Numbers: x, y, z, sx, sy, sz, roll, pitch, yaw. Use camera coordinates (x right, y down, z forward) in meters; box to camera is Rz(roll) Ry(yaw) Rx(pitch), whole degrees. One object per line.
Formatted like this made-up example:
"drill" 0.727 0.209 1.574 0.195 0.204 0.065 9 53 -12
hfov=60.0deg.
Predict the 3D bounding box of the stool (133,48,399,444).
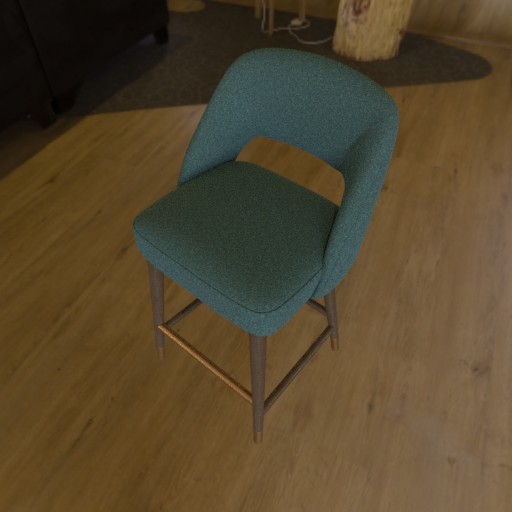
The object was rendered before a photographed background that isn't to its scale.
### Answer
"stool" 0.000 0.000 1.230 0.536 0.939 0.522 32 54 26
